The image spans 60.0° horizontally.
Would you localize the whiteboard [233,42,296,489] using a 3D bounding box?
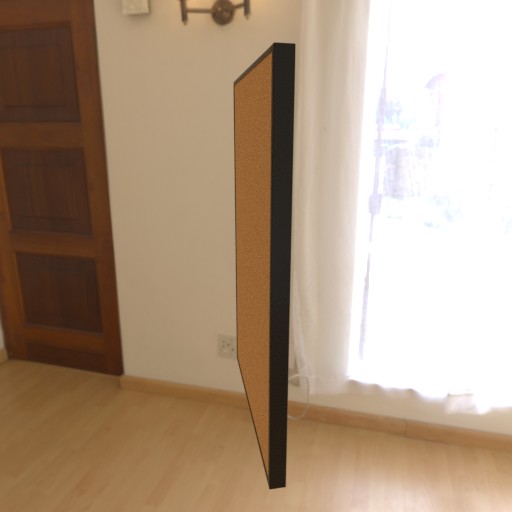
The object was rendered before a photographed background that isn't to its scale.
[{"bbox_3d":[0.000,0.000,0.774,0.026,0.611,0.406,-2,16,-9],"label":"whiteboard"}]
